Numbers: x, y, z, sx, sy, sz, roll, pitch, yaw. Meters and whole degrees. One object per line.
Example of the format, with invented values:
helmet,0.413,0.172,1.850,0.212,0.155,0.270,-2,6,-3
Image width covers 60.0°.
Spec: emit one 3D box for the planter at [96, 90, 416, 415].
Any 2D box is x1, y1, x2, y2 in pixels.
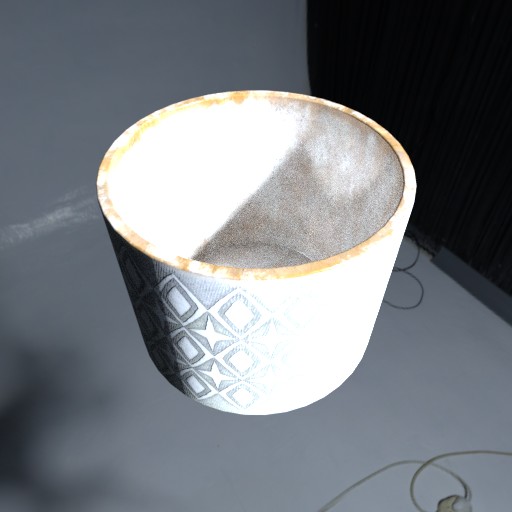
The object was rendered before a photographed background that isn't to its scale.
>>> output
planter,0.000,0.000,0.442,0.255,0.223,0.255,0,46,0
